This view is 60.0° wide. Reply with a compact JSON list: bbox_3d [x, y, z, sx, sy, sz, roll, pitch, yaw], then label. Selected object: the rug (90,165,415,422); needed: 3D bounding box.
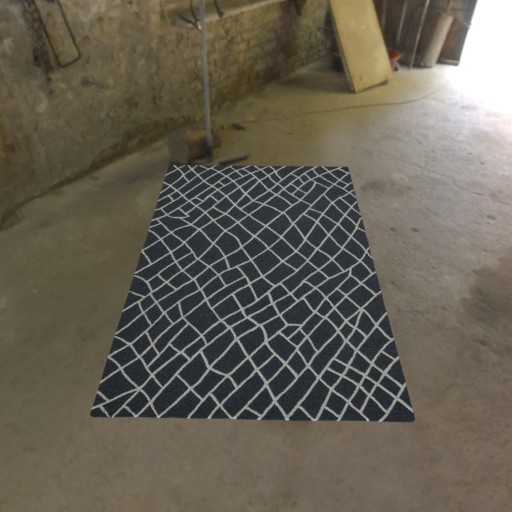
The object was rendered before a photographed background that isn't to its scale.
[{"bbox_3d":[0.000,0.000,2.334,1.223,0.013,1.830,1,42,1],"label":"rug"}]
